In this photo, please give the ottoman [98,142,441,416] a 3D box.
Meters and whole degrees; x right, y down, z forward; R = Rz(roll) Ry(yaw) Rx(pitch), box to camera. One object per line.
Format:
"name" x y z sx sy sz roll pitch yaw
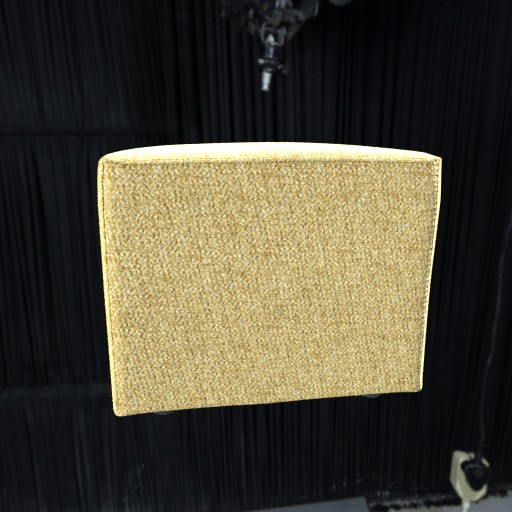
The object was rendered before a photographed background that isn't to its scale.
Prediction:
"ottoman" 0.000 0.000 0.893 0.505 0.441 0.512 -2 14 -8
